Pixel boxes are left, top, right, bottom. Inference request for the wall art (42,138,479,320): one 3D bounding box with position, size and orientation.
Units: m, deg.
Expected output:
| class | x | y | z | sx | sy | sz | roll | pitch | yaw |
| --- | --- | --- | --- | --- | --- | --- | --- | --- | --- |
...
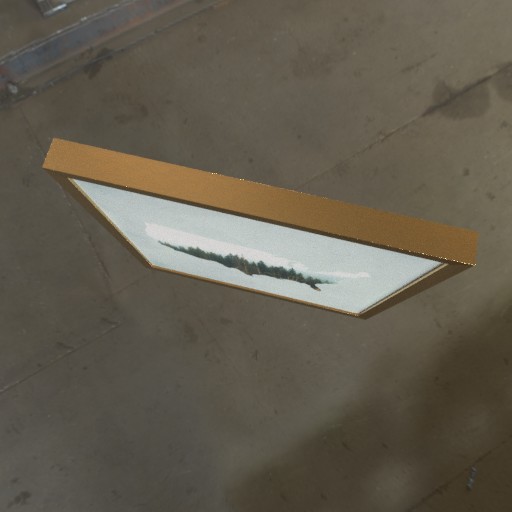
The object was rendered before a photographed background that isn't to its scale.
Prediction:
| class | x | y | z | sx | sy | sz | roll | pitch | yaw |
| --- | --- | --- | --- | --- | --- | --- | --- | --- | --- |
| wall art | 0.000 | 0.000 | 0.757 | 0.509 | 0.509 | 0.040 | 13 | 75 | 3 |
